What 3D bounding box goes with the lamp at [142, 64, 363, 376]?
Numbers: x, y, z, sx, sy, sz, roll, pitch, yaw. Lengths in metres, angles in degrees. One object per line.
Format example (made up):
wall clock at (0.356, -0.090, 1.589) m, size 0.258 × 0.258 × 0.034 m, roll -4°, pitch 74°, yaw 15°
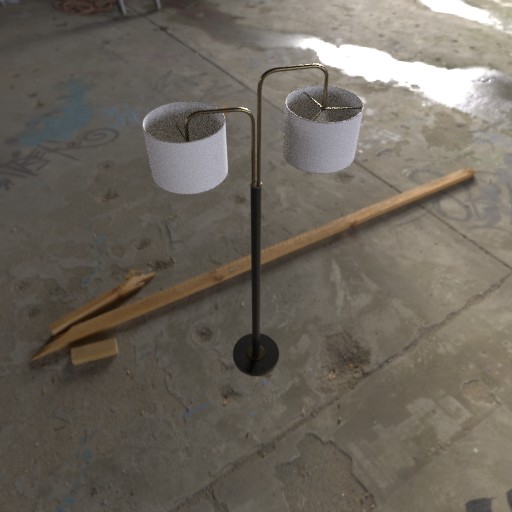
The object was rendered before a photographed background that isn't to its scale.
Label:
lamp at (0.000, 0.000, 1.880) m, size 0.711 × 1.587 × 0.254 m, roll -10°, pitch 47°, yaw -10°
